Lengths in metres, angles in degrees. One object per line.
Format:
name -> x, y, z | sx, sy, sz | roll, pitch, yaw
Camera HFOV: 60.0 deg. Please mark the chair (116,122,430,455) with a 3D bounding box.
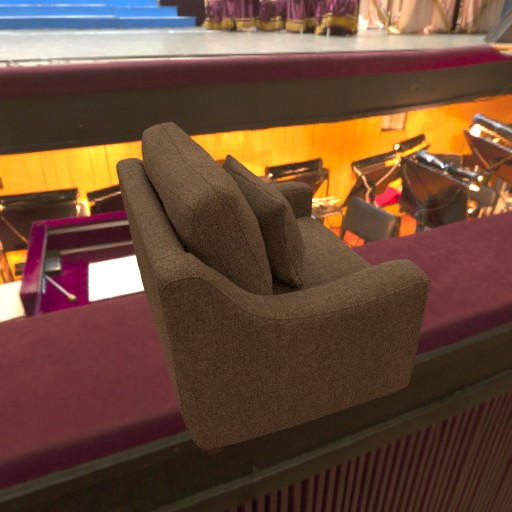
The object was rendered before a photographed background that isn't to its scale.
chair -> 0.000, 0.000, 1.969 | 1.009, 1.037, 1.138 | -11, 32, -18
